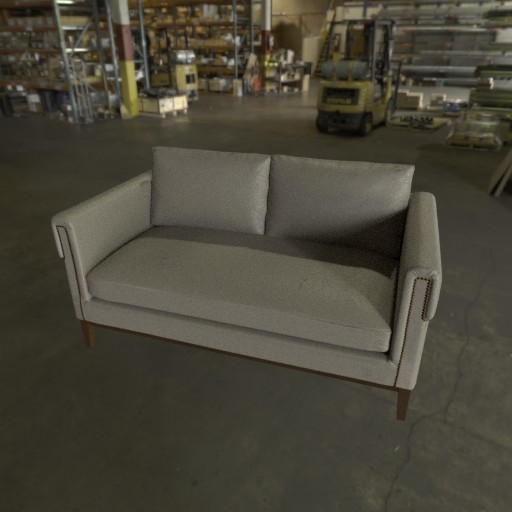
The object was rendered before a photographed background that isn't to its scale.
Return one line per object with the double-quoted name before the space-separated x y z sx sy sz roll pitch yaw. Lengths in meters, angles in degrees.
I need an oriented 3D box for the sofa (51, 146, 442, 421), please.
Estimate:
"sofa" 0.000 0.000 2.146 1.598 0.873 0.899 8 27 17
